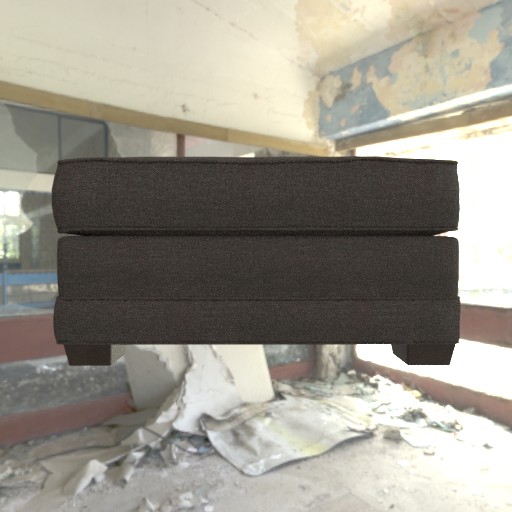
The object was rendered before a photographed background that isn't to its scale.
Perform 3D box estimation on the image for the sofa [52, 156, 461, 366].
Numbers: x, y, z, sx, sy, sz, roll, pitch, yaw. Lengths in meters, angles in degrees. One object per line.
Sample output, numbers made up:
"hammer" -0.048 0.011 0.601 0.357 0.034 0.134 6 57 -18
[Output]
"sofa" 0.000 0.000 1.182 0.854 0.457 0.578 0 1 0
